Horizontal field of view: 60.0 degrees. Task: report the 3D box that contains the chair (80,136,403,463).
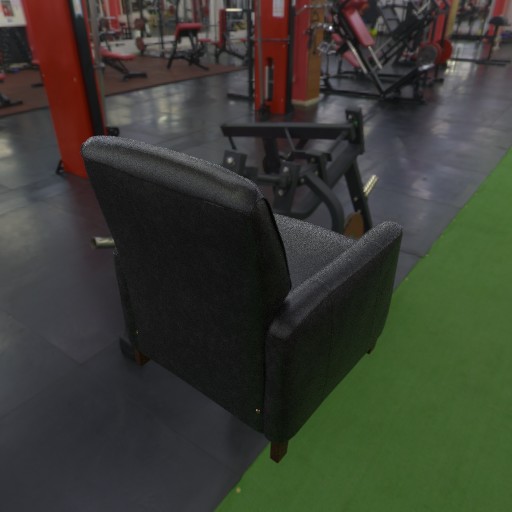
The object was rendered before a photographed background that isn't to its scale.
[{"bbox_3d":[0.000,0.000,1.650,0.848,1.014,0.864,22,37,33],"label":"chair"}]
